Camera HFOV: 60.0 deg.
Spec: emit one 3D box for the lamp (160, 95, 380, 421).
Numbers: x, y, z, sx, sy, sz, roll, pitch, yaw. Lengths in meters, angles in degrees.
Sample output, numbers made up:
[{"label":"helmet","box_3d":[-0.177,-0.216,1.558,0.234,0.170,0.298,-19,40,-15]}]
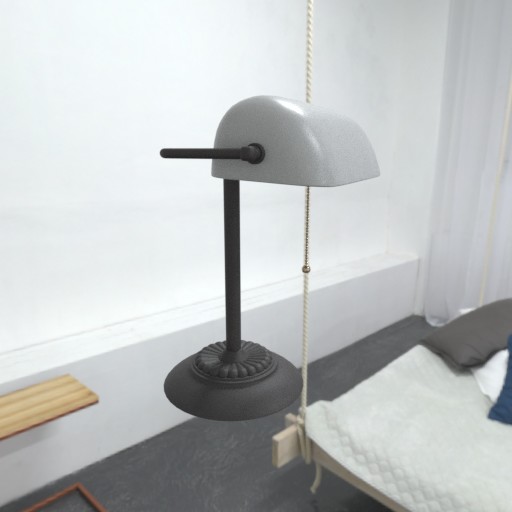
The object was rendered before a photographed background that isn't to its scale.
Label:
[{"label":"lamp","box_3d":[0.000,0.000,0.521,0.243,0.339,0.264,7,15,26]}]
